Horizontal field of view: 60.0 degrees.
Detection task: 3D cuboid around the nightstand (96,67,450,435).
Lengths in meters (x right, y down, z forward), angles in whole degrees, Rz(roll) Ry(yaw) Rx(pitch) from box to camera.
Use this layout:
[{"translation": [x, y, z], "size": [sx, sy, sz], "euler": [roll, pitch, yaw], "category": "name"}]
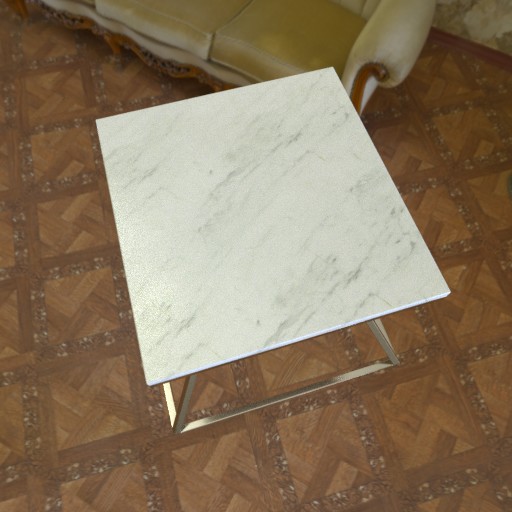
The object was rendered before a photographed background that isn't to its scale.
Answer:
[{"translation": [0.000, 0.000, 0.882], "size": [0.514, 0.426, 0.513], "euler": [-15, 66, -7], "category": "nightstand"}]
